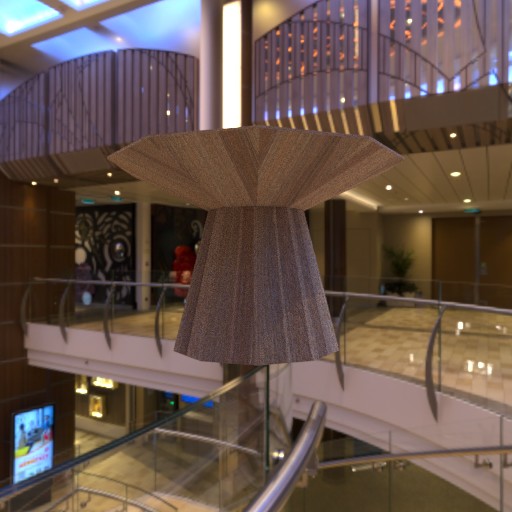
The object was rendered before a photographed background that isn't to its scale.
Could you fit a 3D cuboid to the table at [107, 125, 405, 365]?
[{"bbox_3d":[0.000,0.000,1.866,1.186,0.752,1.186,0,0,0],"label":"table"}]
